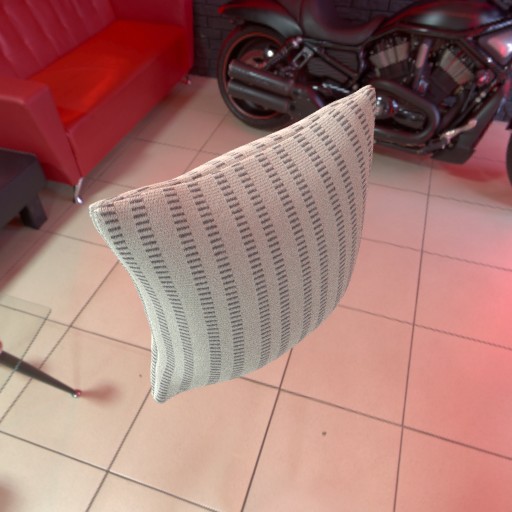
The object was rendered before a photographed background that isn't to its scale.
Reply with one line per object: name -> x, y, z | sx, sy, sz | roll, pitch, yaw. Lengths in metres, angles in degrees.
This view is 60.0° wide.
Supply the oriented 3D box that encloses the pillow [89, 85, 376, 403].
pillow -> 0.000, 0.000, 0.685 | 0.438, 0.419, 0.247 | -31, 54, -26
